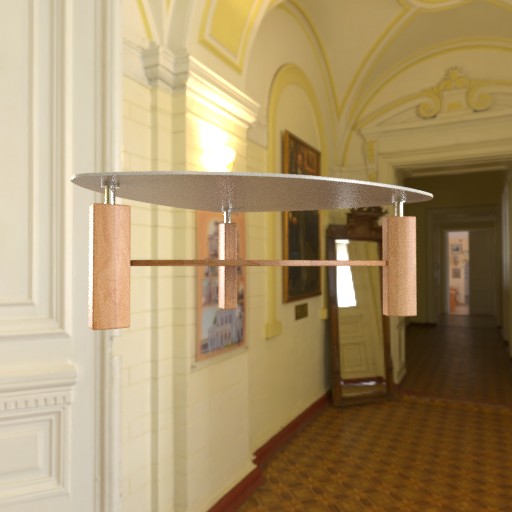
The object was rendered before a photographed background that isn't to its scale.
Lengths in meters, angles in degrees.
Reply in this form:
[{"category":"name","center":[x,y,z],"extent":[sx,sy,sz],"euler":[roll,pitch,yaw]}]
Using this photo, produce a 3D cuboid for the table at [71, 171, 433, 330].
[{"category":"table","center":[0.000,0.000,1.646],"extent":[1.250,0.440,0.850],"euler":[0,-1,-18]}]
